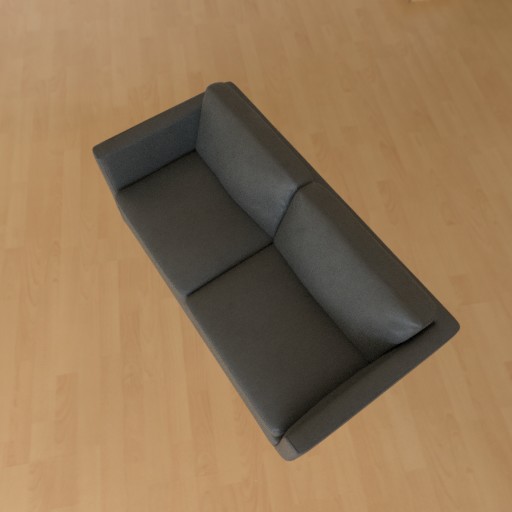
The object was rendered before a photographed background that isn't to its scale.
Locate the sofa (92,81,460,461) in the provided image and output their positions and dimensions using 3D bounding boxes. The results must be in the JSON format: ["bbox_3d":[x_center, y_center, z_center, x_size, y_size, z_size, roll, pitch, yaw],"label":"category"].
[{"bbox_3d":[0.000,0.000,2.432,0.951,0.933,1.883,-32,67,-15],"label":"sofa"}]
